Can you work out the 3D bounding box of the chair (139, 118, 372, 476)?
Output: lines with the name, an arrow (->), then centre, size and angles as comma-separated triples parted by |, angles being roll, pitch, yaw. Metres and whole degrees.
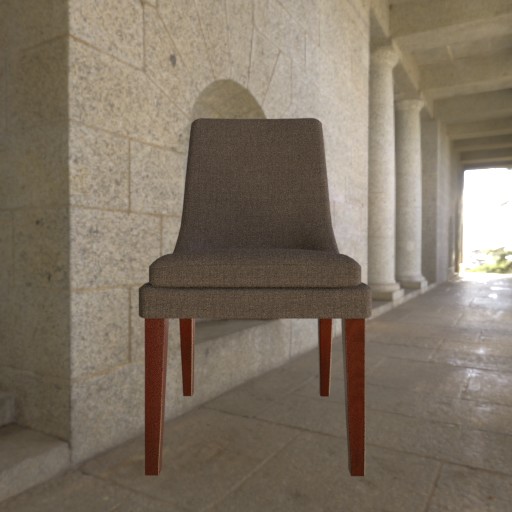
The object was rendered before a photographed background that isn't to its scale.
chair -> 0.000, 0.000, 1.273 | 0.508, 0.952, 0.655 | 0, 1, 0
